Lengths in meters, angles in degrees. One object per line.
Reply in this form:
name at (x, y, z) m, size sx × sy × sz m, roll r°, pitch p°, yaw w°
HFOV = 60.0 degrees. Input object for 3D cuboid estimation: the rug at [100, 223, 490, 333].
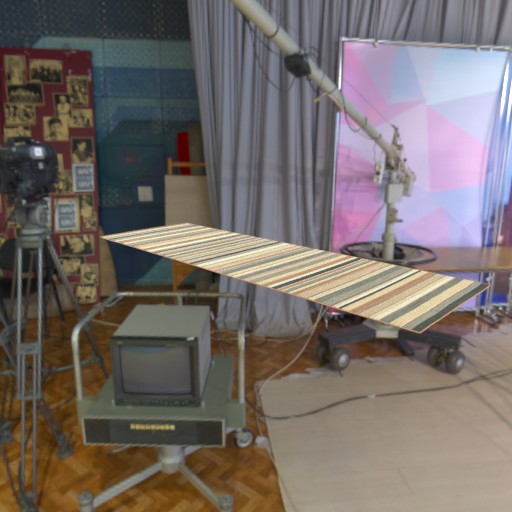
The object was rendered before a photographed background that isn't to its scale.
rug at (0.000, 0.000, 2.715) m, size 2.444 × 0.010 × 0.799 m, roll 14°, pitch 20°, yaw 42°
